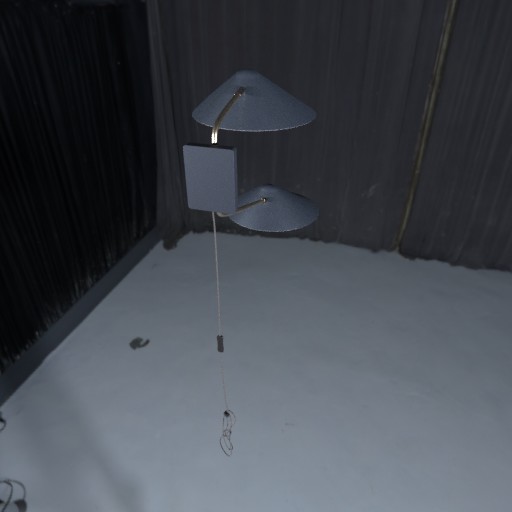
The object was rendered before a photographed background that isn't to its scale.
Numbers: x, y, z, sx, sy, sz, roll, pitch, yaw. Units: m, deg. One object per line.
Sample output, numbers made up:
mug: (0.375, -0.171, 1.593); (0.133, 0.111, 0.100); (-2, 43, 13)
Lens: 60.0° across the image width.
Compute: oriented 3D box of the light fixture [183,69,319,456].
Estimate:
light fixture: (0.000, 0.000, 0.827); (0.189, 0.665, 0.422); (9, 34, 14)
